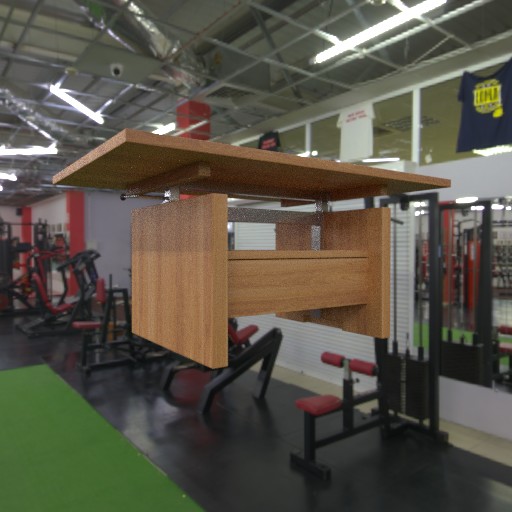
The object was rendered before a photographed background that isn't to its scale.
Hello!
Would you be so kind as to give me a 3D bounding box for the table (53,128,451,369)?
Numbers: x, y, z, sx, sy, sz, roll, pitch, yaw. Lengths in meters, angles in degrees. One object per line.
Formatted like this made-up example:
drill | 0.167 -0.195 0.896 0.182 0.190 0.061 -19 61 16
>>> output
table | 0.000 0.000 1.454 1.100 0.510 0.700 -1 1 -35
